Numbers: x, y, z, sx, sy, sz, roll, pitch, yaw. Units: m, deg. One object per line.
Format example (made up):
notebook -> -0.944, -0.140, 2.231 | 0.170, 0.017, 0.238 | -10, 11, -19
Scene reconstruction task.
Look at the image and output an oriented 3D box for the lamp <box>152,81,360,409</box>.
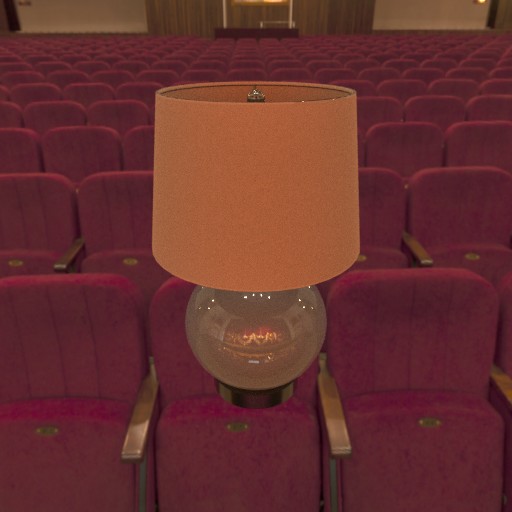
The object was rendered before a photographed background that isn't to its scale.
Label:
lamp -> 0.000, 0.000, 0.547 | 0.247, 0.387, 0.247 | 0, 26, 0
